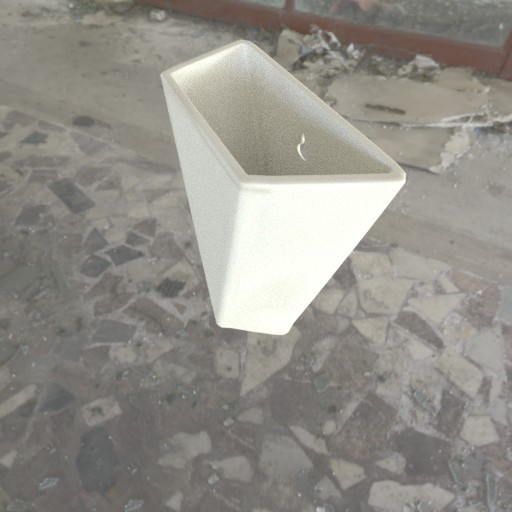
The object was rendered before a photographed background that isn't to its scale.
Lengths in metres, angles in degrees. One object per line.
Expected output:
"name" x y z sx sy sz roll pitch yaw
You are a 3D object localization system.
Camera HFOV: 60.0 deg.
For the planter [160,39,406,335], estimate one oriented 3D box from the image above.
"planter" 0.000 0.000 0.271 0.060 0.197 0.150 -19 49 -17
